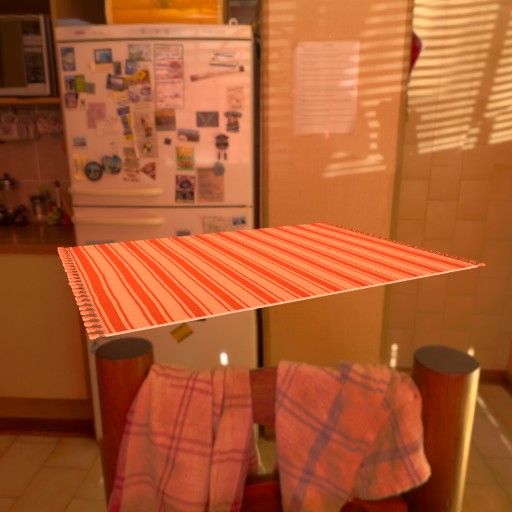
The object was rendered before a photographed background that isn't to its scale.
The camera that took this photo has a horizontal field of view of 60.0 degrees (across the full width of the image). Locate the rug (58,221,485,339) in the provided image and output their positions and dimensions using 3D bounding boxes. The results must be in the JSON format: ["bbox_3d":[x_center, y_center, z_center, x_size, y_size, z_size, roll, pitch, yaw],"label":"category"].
[{"bbox_3d":[0.000,0.000,4.278,3.369,0.035,2.451,-7,16,-26],"label":"rug"}]
